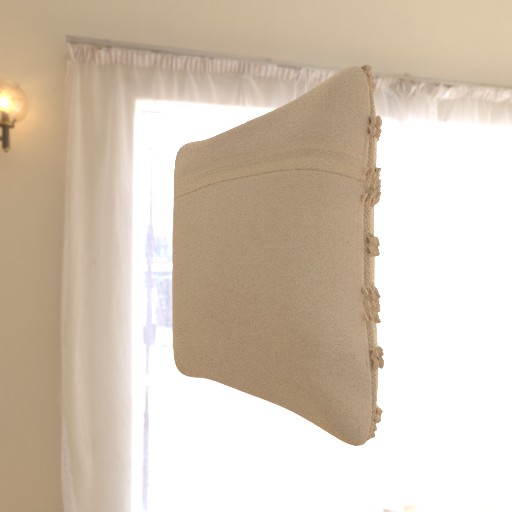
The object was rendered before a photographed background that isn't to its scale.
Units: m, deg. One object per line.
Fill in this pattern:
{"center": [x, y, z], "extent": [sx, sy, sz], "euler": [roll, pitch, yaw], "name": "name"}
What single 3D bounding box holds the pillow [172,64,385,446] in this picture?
{"center": [0.000, 0.000, 0.655], "extent": [0.145, 0.427, 0.437], "euler": [1, -2, -38], "name": "pillow"}
